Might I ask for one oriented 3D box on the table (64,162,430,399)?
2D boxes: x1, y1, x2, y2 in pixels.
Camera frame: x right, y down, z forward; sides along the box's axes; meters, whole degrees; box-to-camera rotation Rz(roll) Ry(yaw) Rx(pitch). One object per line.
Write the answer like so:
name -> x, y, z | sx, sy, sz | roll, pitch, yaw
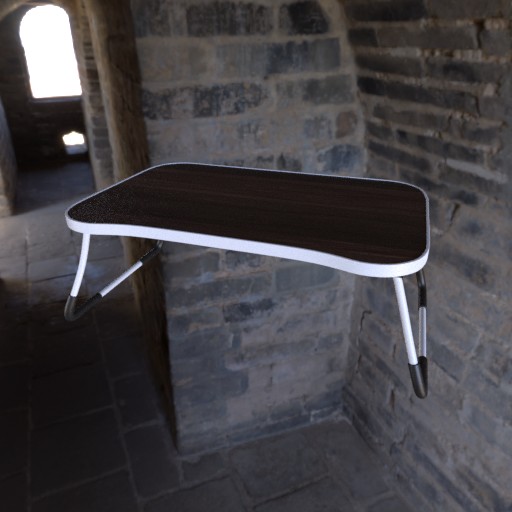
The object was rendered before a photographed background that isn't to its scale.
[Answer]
table -> 0.000, 0.000, 0.857 | 0.660, 0.232, 0.400 | 8, 27, 17
